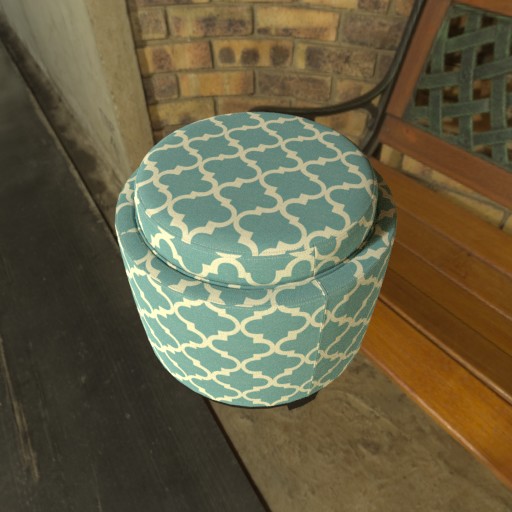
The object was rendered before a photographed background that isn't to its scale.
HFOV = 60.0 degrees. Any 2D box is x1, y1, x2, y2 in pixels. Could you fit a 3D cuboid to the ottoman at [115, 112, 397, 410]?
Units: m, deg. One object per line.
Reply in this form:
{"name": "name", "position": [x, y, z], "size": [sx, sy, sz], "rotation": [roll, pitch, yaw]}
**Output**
{"name": "ottoman", "position": [0.000, 0.000, 0.860], "size": [0.480, 0.429, 0.480], "rotation": [0, 46, 0]}
